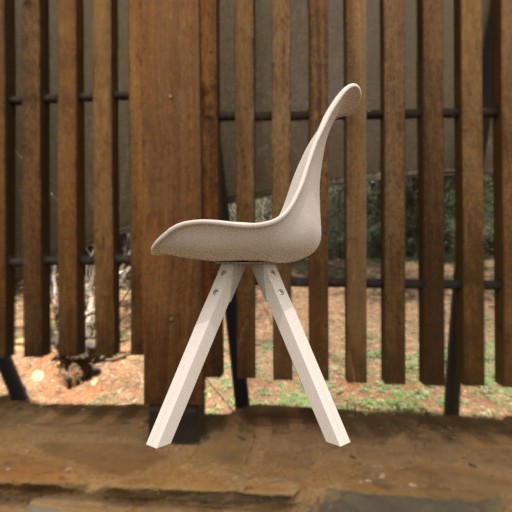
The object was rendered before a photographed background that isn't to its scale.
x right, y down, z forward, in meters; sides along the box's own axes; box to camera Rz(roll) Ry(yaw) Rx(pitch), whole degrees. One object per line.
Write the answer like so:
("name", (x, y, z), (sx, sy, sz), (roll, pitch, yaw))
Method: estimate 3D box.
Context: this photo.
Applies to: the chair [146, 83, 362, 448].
("chair", (0.000, 0.000, 1.199), (0.550, 0.850, 0.485), (0, -1, -1))
